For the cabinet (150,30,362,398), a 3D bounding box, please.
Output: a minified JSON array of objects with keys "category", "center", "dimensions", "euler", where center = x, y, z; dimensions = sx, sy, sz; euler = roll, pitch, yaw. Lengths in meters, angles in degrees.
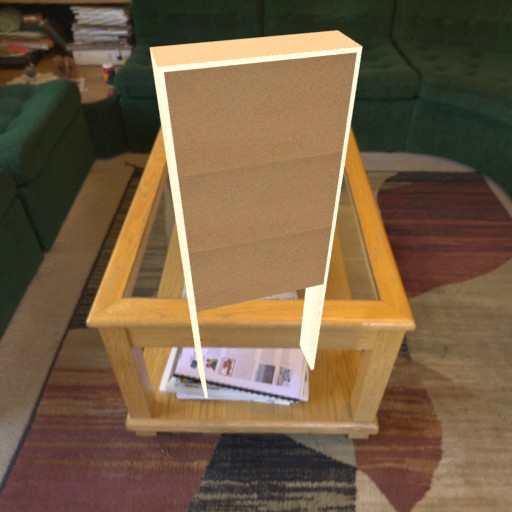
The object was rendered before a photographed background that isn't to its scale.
[{"category":"cabinet","center":[0.000,0.000,1.987],"dimensions":[0.643,1.770,0.192],"euler":[-11,43,-12]}]
